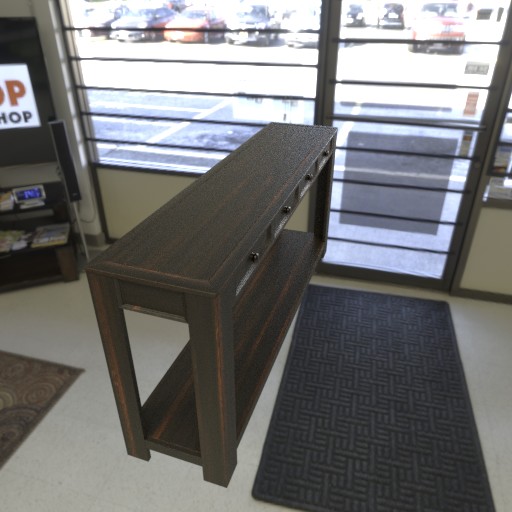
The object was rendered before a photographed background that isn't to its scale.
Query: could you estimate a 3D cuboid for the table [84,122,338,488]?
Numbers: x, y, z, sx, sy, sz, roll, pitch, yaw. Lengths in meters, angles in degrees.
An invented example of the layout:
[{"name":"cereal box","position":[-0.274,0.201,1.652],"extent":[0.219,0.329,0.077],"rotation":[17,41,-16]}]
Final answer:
[{"name":"table","position":[0.000,0.000,1.946],"extent":[0.384,0.762,1.631],"rotation":[10,32,16]}]
